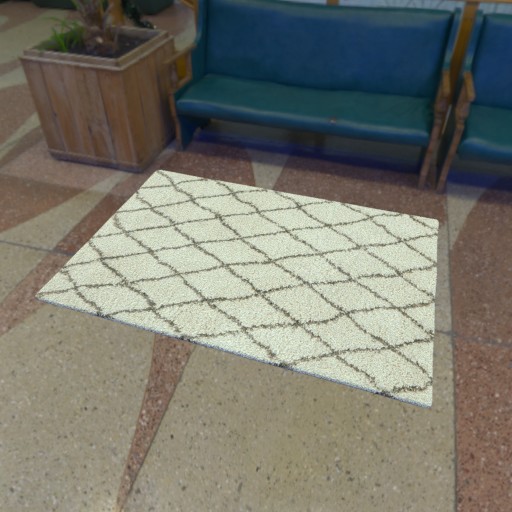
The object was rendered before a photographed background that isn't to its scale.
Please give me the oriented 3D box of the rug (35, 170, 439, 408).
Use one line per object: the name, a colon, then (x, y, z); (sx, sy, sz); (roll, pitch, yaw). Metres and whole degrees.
rug: (0.000, 0.000, 2.291); (1.778, 0.030, 1.219); (12, 43, 14)
